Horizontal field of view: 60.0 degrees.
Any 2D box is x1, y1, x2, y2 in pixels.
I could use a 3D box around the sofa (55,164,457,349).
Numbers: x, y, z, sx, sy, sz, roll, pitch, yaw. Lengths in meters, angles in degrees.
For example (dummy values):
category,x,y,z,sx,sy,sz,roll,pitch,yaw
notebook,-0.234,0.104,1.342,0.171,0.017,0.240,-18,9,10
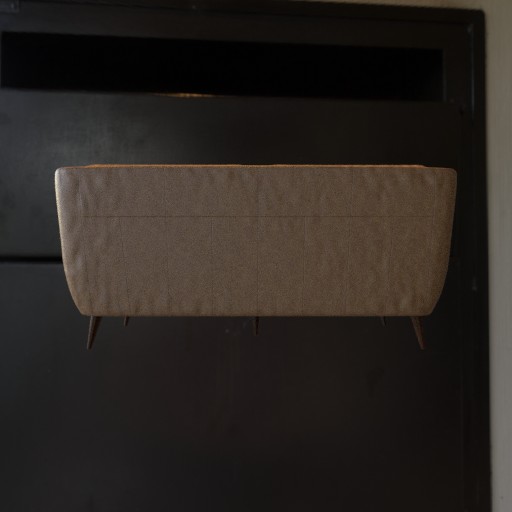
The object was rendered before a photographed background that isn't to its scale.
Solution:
category,x,y,z,sx,sy,sz,roll,pitch,yaw
sofa,0.000,0.000,2.357,1.902,0.839,0.904,0,-1,0
